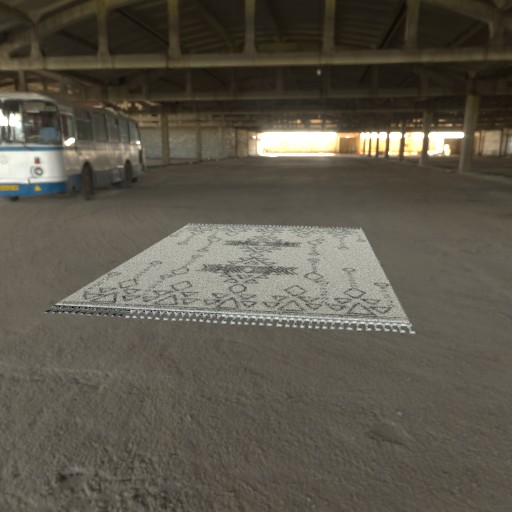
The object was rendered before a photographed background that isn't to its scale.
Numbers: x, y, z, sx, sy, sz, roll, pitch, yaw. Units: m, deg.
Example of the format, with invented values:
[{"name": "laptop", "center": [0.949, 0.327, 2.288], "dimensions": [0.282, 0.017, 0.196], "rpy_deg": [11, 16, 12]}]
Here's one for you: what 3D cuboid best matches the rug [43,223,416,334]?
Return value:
[{"name": "rug", "center": [0.000, 0.000, 2.970], "dimensions": [1.600, 0.013, 2.312], "rpy_deg": [2, 14, 8]}]
